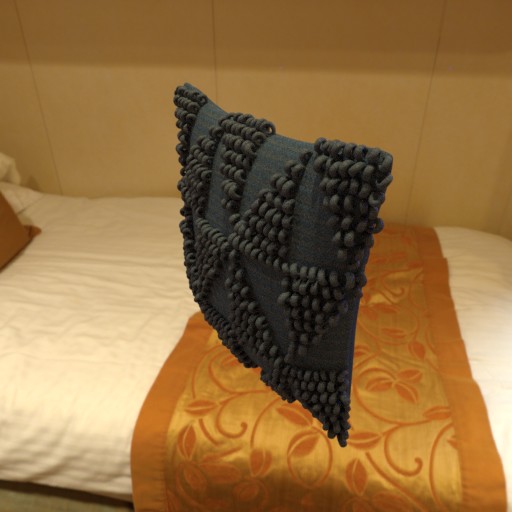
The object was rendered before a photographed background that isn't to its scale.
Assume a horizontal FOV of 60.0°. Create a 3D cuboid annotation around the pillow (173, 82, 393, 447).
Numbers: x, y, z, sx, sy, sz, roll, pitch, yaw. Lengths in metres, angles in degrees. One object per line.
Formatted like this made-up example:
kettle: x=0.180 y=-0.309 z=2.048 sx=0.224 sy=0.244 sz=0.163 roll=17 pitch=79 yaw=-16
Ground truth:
pillow: x=0.000 y=0.000 z=0.715 sx=0.172 sy=0.466 sz=0.469 roll=-20 pitch=37 yaw=-30
